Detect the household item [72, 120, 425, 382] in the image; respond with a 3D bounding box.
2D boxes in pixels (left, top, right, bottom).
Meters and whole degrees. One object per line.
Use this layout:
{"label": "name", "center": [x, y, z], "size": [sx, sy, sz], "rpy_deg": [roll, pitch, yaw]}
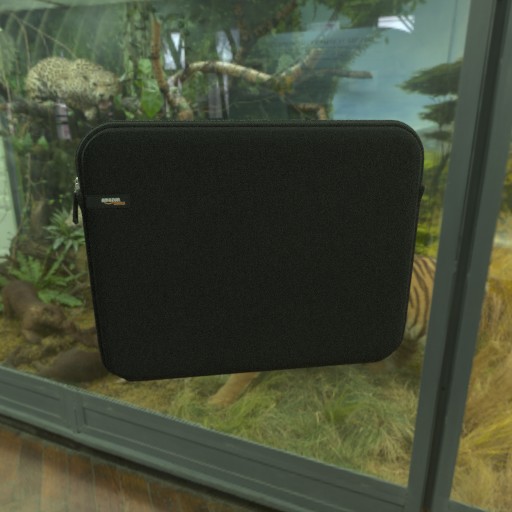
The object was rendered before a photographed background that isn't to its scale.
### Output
{"label": "household item", "center": [0.000, 0.000, 0.520], "size": [0.396, 0.305, 0.030], "rpy_deg": [-3, 18, -8]}
